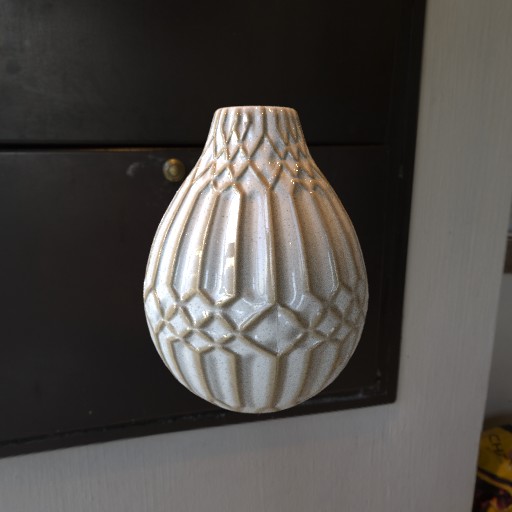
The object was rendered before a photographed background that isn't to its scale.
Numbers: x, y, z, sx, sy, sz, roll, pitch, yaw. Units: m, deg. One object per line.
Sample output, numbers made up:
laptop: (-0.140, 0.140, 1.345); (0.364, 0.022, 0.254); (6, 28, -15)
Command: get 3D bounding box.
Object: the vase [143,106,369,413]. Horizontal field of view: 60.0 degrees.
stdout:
vase: (0.000, 0.000, 0.318); (0.159, 0.200, 0.159); (0, 13, 0)
